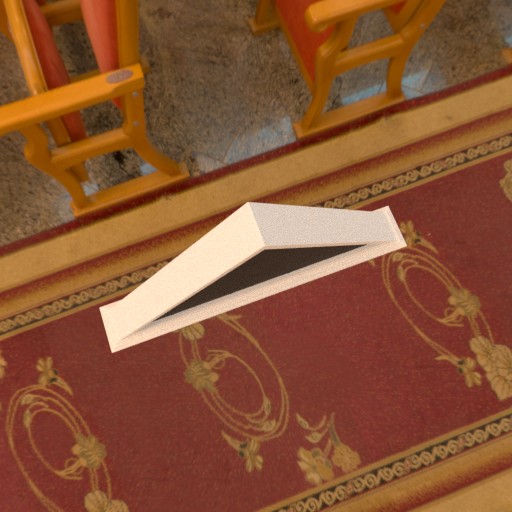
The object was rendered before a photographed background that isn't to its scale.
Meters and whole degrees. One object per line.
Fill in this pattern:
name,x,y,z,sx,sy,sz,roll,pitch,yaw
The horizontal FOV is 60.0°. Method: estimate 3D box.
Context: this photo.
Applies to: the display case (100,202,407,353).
display case,0.000,0.000,0.754,0.640,0.340,0.095,-19,76,-5
